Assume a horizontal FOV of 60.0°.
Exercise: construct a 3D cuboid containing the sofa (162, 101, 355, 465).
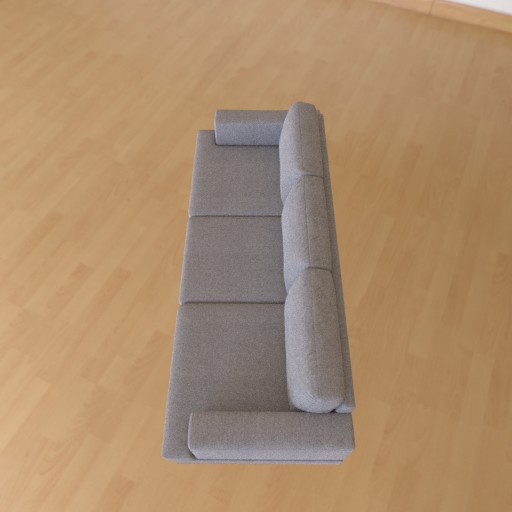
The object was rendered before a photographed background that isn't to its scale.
[{"bbox_3d":[0.000,0.000,2.748,0.920,0.810,2.310,0,58,0],"label":"sofa"}]
